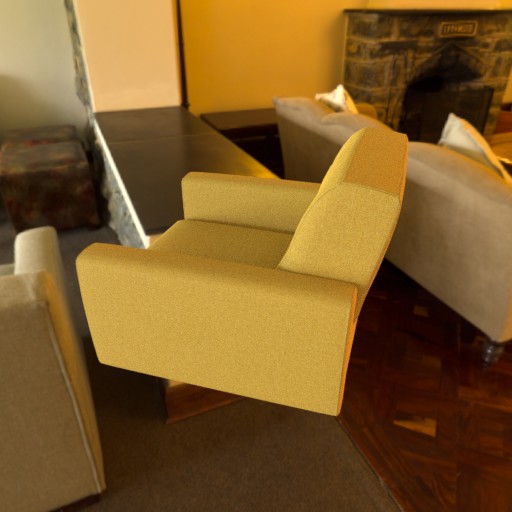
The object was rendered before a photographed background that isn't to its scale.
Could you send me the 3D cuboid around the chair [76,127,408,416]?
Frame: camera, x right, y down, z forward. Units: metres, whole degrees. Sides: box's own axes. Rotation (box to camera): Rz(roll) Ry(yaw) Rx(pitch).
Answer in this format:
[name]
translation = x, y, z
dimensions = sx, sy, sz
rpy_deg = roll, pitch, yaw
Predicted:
[chair]
translation = 0.000, 0.000, 1.579
dimensions = 0.909, 0.841, 0.831
rpy_deg = 9, 31, 16
